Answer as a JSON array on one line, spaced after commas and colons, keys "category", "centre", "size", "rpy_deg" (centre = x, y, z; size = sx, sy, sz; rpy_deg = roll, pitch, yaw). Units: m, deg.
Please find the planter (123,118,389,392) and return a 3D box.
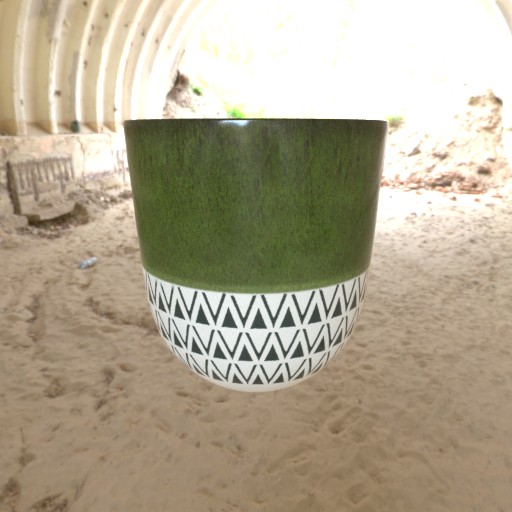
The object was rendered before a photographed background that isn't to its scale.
[{"category": "planter", "centre": [0.000, 0.000, 0.462], "size": [0.245, 0.270, 0.245], "rpy_deg": [0, 16, 0]}]
